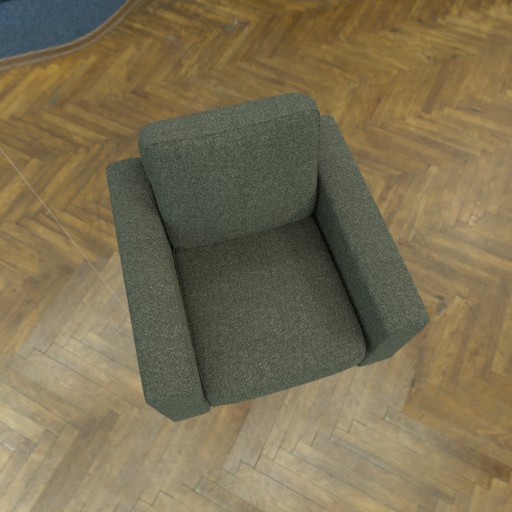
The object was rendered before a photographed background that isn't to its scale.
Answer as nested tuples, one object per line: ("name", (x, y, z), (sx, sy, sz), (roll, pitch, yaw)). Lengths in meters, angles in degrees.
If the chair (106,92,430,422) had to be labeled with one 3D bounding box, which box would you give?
("chair", (0.000, 0.000, 1.769), (1.005, 0.873, 1.016), (-14, 65, -7))
